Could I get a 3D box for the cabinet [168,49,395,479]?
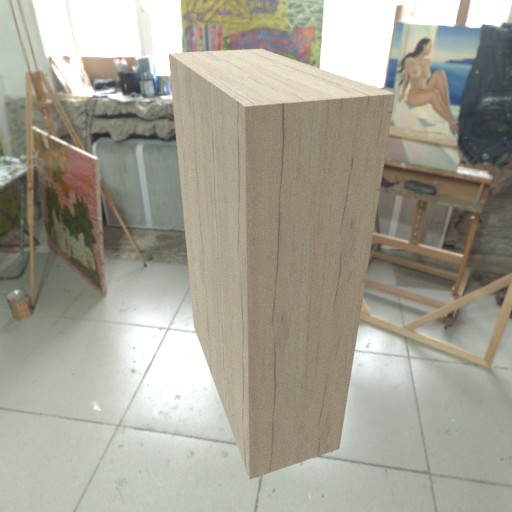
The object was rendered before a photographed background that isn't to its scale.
[{"bbox_3d":[0.000,0.000,2.629,0.580,2.070,1.400,-11,33,-17],"label":"cabinet"}]
